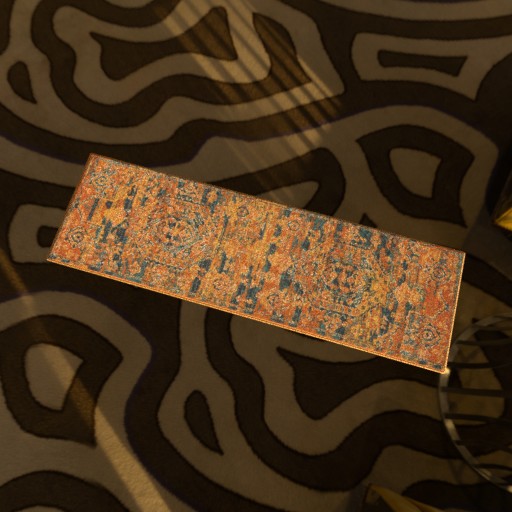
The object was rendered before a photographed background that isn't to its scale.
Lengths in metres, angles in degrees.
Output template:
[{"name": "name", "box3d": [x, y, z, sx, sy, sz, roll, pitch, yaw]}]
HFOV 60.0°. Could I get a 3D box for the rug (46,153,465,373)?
[{"name": "rug", "box3d": [0.000, 0.000, 2.008, 1.820, 0.013, 0.556, 15, 76, 4]}]
